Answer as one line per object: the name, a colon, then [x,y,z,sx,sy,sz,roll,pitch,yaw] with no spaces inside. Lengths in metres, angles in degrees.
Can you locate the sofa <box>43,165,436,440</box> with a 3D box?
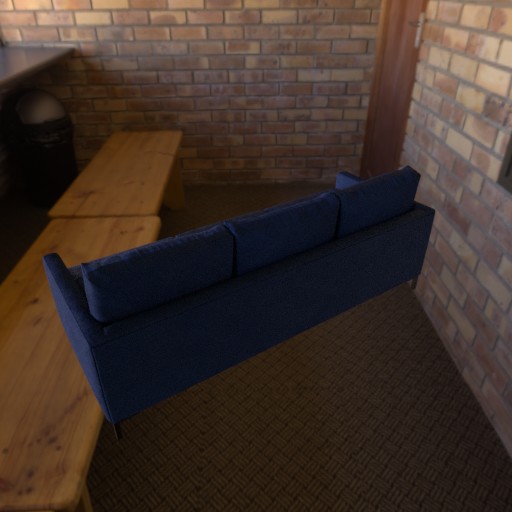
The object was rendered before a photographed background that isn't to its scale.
sofa: [0.000,0.000,2.708,2.252,0.879,0.875,-20,37,-29]
